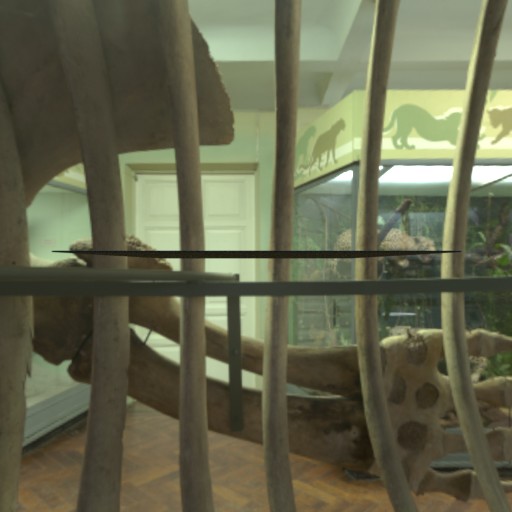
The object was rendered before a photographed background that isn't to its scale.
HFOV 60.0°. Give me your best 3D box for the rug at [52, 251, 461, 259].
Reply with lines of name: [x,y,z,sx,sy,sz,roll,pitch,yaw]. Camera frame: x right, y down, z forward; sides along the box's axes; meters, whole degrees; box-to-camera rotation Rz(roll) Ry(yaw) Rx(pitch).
rug: [0.000,0.000,4.142,2.438,0.010,3.048,0,-1,0]
